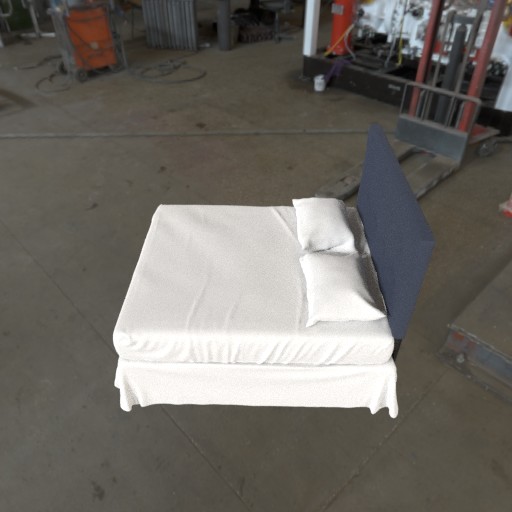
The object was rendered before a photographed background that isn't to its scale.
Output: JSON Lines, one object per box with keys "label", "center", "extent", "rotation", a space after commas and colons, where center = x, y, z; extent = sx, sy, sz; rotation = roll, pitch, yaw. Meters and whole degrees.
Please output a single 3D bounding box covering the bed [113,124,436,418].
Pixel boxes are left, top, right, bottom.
{"label": "bed", "center": [0.000, 0.000, 3.593], "extent": [2.222, 1.577, 1.936], "rotation": [1, 39, 1]}
